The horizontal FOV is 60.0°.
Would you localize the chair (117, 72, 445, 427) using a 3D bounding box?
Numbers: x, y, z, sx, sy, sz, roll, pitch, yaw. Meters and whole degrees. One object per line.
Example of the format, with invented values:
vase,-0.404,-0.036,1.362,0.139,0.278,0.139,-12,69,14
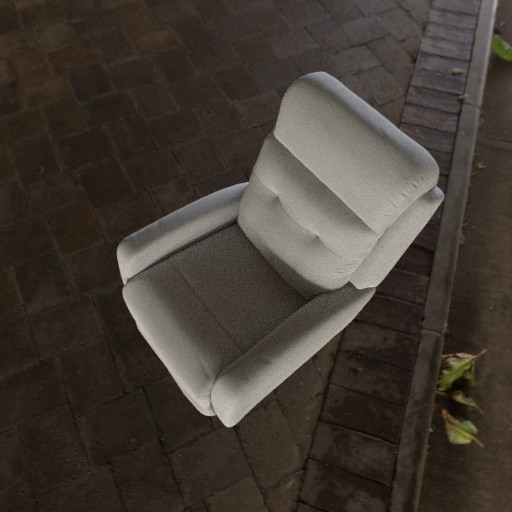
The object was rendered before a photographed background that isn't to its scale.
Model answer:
chair,0.000,0.000,1.726,1.043,1.013,0.798,-35,68,-16
